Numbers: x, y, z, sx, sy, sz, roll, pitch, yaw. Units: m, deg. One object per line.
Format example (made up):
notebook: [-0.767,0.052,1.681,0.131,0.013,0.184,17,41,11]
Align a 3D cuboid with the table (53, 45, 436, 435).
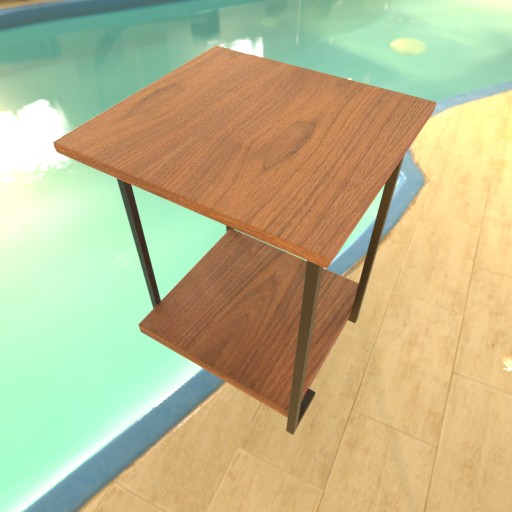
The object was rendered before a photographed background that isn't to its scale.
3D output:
table: [0.000,0.000,0.843,0.411,0.567,0.384,24,51,21]
